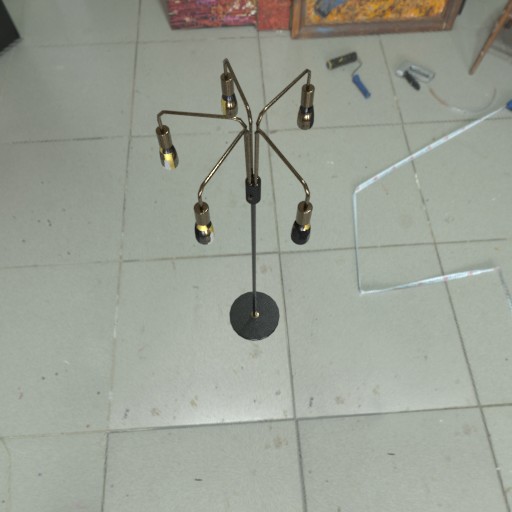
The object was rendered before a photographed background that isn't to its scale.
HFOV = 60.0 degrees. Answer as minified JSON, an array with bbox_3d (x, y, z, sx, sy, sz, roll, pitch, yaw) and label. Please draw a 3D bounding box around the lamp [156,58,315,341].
[{"bbox_3d":[0.000,0.000,1.995,0.572,1.721,0.599,-30,68,-14],"label":"lamp"}]
